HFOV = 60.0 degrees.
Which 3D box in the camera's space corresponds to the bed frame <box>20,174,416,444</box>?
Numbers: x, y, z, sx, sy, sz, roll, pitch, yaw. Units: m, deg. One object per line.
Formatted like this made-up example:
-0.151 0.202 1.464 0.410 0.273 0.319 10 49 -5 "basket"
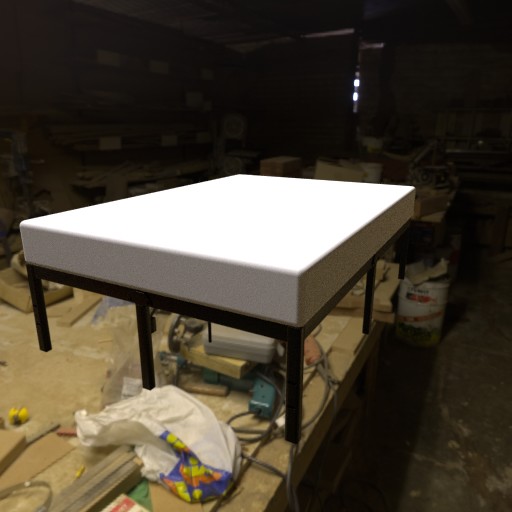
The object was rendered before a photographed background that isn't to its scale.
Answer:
0.000 0.000 2.599 1.408 0.659 1.956 9 20 27 "bed frame"
